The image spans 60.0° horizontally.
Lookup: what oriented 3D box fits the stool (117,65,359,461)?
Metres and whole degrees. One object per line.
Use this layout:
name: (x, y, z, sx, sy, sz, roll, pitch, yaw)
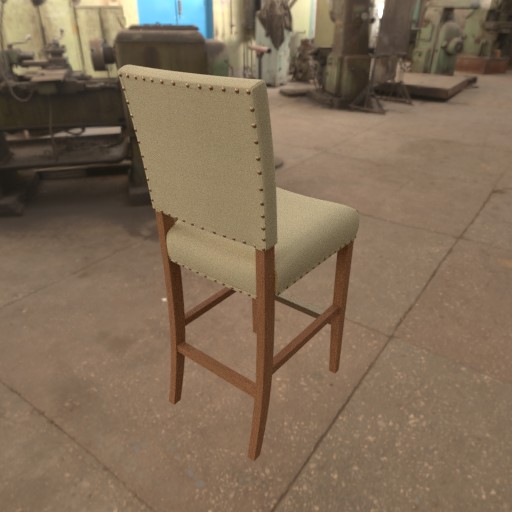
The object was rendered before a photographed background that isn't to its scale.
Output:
stool: (0.000, 0.000, 1.449, 0.445, 1.168, 0.584, 21, 36, 33)
